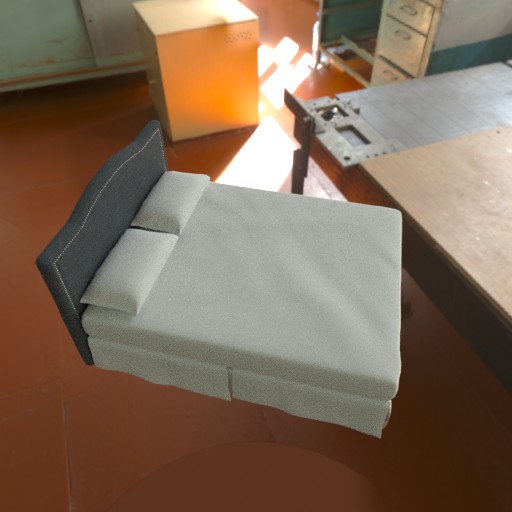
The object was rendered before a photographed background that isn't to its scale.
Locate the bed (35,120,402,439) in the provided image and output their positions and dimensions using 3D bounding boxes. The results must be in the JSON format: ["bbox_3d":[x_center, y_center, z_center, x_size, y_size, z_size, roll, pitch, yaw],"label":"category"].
[{"bbox_3d":[0.000,0.000,3.984,2.689,1.457,2.161,10,46,10],"label":"bed"}]
